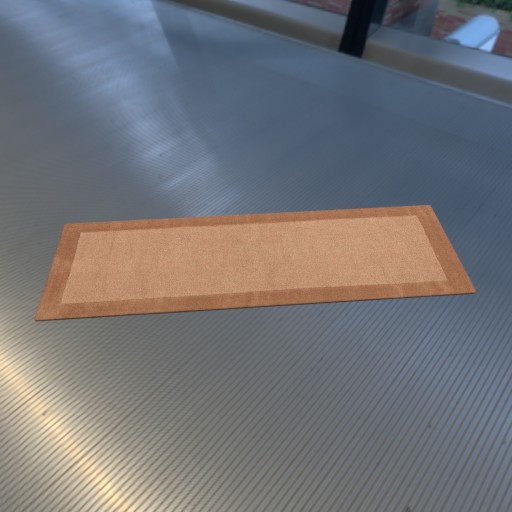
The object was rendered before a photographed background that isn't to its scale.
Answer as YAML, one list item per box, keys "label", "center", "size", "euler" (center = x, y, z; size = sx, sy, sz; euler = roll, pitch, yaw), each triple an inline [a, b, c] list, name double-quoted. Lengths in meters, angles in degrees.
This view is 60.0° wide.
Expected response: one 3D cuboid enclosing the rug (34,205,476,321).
- label: "rug"
  center: [0.000, 0.000, 2.694]
  size: [2.439, 0.017, 0.764]
  euler: [-3, 47, -3]
